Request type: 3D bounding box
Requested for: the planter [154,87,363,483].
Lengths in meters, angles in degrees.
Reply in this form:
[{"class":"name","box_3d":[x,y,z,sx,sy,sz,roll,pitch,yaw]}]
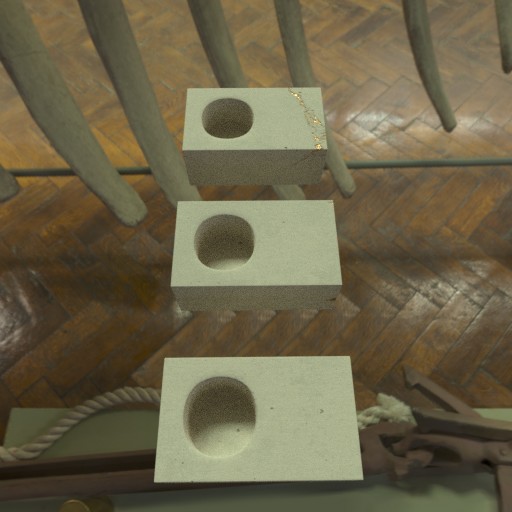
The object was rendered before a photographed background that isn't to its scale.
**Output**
[{"class":"planter","box_3d":[0.000,0.000,0.367,0.127,0.051,0.333,-1,63,0]}]
